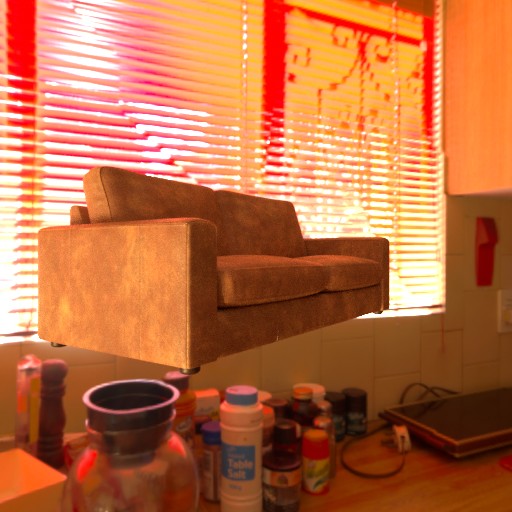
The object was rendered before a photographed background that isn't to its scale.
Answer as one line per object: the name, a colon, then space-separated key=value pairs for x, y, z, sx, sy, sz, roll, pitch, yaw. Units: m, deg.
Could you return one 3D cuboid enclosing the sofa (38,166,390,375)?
sofa: x=0.000 y=0.000 z=2.696 sx=1.016 sy=0.873 sz=2.179 roll=0 pitch=0 yaw=35
